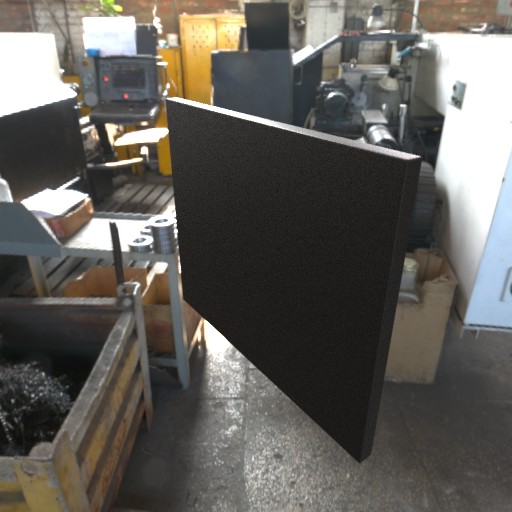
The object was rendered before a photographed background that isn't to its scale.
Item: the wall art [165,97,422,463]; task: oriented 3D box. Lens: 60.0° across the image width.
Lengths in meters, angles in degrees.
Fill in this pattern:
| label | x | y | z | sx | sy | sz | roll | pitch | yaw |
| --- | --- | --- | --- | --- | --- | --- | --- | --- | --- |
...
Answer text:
| label | x | y | z | sx | sy | sz | roll | pitch | yaw |
| --- | --- | --- | --- | --- | --- | --- | --- | --- | --- |
| wall art | 0.000 | 0.000 | 0.761 | 0.031 | 0.457 | 0.558 | -18 | 32 | -32 |
